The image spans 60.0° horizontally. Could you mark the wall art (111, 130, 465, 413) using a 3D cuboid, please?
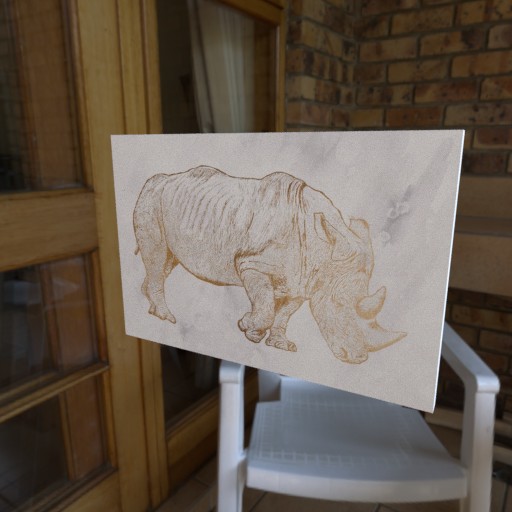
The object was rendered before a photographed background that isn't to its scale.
[{"bbox_3d":[0.000,0.000,1.142,0.915,0.610,0.038,7,16,27],"label":"wall art"}]
